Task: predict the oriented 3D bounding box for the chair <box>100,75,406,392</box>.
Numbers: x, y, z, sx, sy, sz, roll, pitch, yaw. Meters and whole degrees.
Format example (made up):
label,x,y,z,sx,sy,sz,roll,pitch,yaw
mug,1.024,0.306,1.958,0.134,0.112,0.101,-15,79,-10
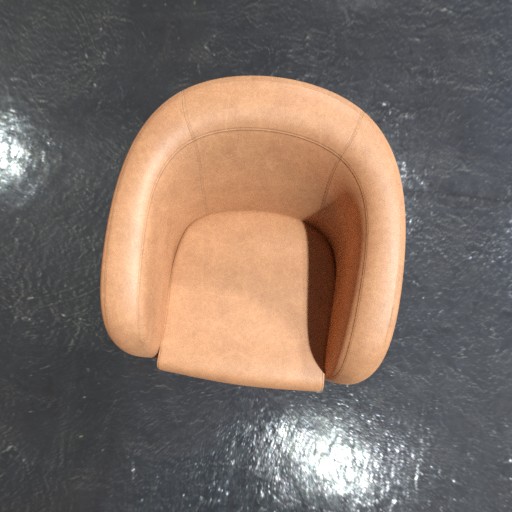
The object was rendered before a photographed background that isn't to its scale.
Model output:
label,x,y,z,sx,sy,sz,roll,pitch,yaw
chair,0.000,0.000,1.443,0.791,0.771,0.815,7,76,2
